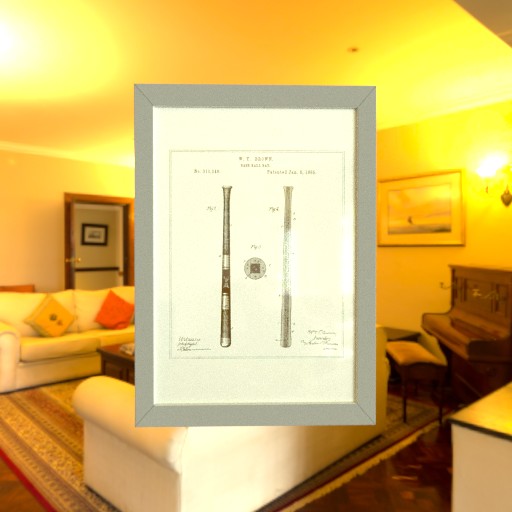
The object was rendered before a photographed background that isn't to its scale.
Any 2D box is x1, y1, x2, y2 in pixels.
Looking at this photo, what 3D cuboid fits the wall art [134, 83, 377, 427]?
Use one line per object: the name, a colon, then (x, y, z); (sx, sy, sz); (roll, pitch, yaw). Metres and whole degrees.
wall art: (0.000, 0.000, 0.691); (0.374, 0.529, 0.012); (0, 1, -2)
